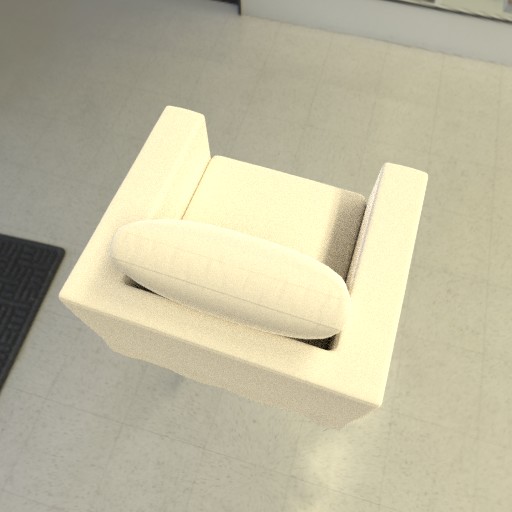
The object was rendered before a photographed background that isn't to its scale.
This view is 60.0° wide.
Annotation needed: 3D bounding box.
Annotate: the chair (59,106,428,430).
[{"bbox_3d":[0.000,0.000,1.793,1.150,0.878,0.957,17,65,8],"label":"chair"}]
